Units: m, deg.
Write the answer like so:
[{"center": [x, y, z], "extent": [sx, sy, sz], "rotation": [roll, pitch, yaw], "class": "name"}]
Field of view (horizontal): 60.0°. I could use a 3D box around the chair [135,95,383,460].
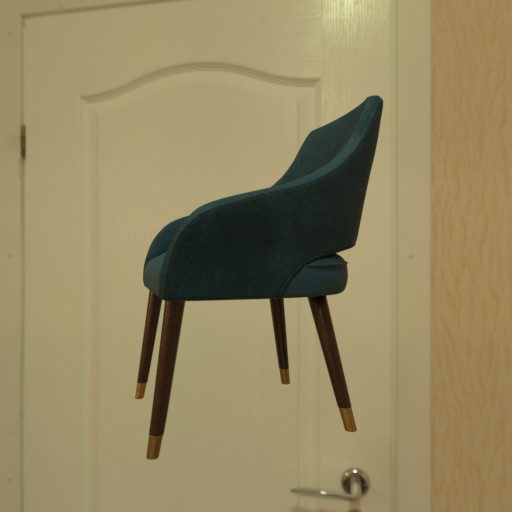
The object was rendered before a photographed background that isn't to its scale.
[{"center": [0.000, 0.000, 1.560], "extent": [0.794, 1.081, 0.683], "rotation": [0, 0, -18], "class": "chair"}]
